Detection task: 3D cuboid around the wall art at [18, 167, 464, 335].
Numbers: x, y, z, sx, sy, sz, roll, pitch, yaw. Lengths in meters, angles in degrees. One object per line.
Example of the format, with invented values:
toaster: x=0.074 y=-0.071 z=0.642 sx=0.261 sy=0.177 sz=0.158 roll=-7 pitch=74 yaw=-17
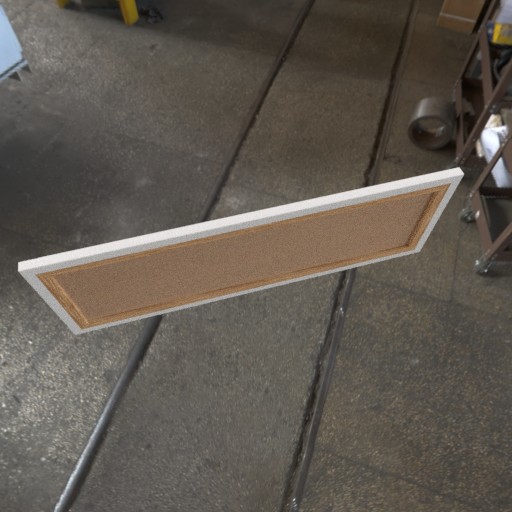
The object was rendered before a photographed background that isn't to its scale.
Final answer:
wall art: x=0.000 y=0.000 z=1.688 sx=1.520 sy=0.507 sz=0.039 roll=-13 pitch=59 yaw=-8
